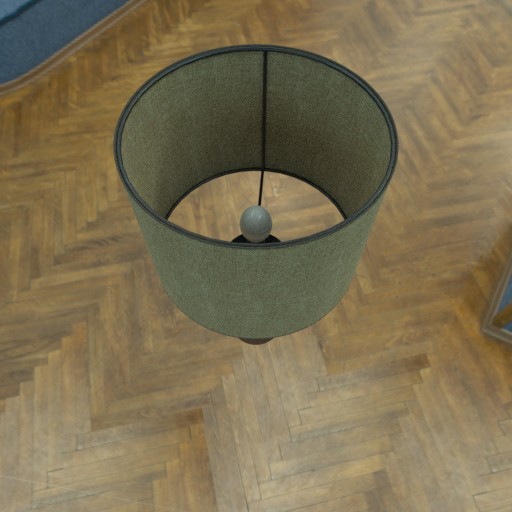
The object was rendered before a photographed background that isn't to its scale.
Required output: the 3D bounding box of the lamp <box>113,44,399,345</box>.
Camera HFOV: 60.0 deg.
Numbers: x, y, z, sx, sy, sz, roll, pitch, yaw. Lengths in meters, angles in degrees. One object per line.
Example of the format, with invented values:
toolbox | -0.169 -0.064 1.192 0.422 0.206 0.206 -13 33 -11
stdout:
lamp | 0.000 0.000 0.467 0.202 0.350 0.202 0 59 0
